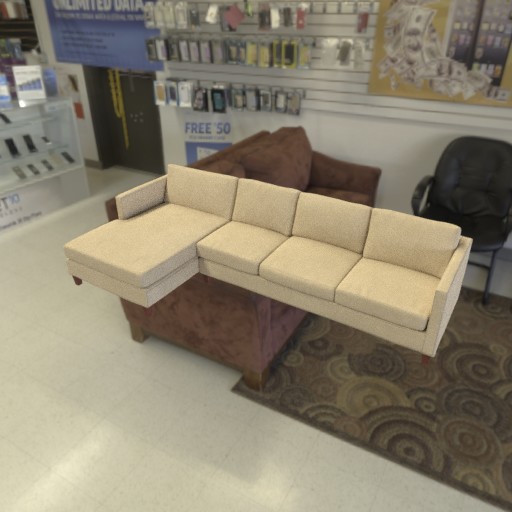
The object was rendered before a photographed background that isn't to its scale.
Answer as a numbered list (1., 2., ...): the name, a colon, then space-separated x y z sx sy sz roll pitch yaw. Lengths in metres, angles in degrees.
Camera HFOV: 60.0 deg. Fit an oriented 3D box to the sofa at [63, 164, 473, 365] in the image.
1. sofa: 0.000 0.000 3.872 3.186 0.846 1.625 18 34 28
